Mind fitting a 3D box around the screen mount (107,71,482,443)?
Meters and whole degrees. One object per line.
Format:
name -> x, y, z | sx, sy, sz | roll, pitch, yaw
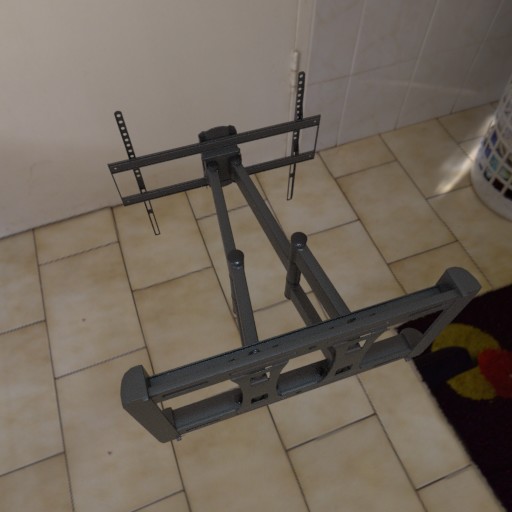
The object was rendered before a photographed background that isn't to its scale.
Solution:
screen mount -> 0.000, 0.000, 0.935 | 0.571, 0.424, 0.556 | -16, 60, -10
